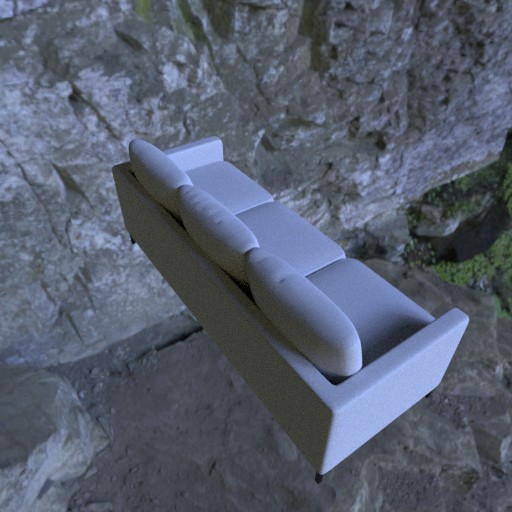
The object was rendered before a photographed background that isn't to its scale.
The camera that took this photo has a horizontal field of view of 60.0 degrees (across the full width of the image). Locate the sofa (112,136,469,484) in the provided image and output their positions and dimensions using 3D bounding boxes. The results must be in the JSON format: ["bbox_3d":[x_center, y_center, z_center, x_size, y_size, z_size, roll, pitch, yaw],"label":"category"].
[{"bbox_3d":[0.000,0.000,2.633,0.859,0.874,2.218,-25,47,-26],"label":"sofa"}]
